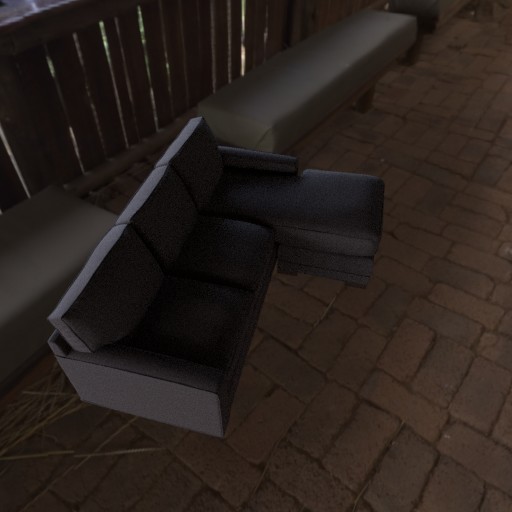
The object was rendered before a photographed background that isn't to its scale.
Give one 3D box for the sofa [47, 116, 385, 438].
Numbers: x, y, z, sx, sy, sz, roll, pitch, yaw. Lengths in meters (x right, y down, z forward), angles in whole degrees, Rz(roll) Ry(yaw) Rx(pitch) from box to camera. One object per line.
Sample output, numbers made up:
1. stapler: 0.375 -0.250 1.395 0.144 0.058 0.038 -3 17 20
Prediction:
1. sofa: 0.000 0.000 3.264 1.790 0.973 2.370 10 46 10
